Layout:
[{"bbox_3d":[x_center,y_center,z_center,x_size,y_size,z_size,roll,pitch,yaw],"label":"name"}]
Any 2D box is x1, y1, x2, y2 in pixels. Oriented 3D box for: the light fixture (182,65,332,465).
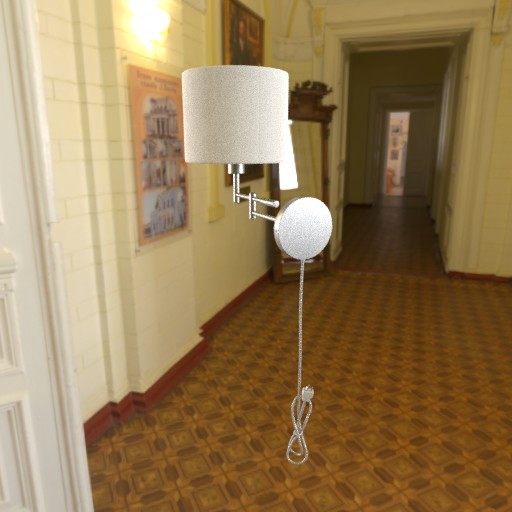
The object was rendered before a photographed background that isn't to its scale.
[{"bbox_3d":[0.000,0.000,1.060,0.253,0.842,0.479,-7,15,-25],"label":"light fixture"}]
